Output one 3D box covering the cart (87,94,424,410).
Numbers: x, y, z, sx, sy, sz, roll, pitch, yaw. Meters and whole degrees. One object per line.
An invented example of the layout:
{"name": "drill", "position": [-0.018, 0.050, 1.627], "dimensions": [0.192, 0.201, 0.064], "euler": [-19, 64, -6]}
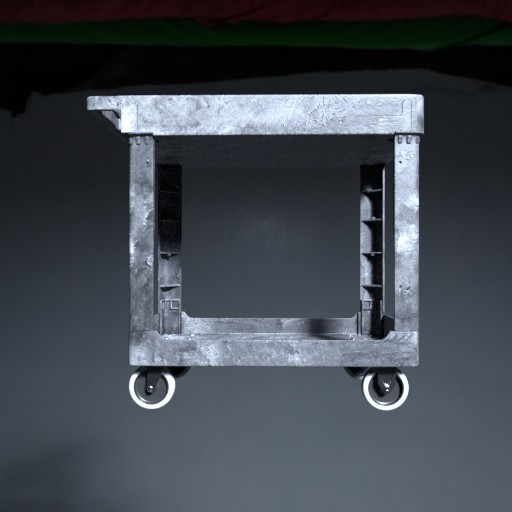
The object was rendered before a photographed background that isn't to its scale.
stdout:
{"name": "cart", "position": [0.000, 0.000, 1.340], "dimensions": [0.877, 0.824, 0.420], "euler": [0, 0, 1]}
